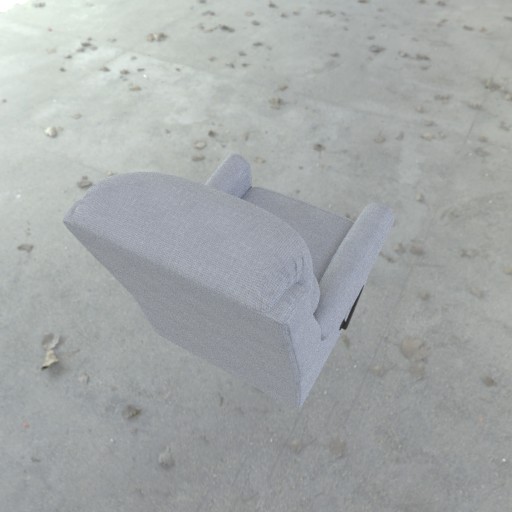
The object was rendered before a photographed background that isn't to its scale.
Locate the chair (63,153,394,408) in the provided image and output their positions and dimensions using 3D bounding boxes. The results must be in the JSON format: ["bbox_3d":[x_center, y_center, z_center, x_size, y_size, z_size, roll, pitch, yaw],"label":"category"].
[{"bbox_3d":[0.000,0.000,1.773,0.838,1.054,1.014,23,52,20],"label":"chair"}]
